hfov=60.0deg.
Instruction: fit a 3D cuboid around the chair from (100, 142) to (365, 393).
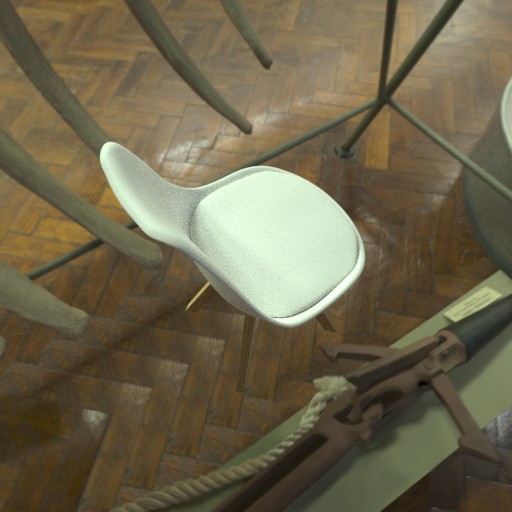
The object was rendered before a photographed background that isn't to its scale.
[{"bbox_3d":[0.000,0.000,1.171,0.550,0.849,0.485,-29,62,-17],"label":"chair"}]
